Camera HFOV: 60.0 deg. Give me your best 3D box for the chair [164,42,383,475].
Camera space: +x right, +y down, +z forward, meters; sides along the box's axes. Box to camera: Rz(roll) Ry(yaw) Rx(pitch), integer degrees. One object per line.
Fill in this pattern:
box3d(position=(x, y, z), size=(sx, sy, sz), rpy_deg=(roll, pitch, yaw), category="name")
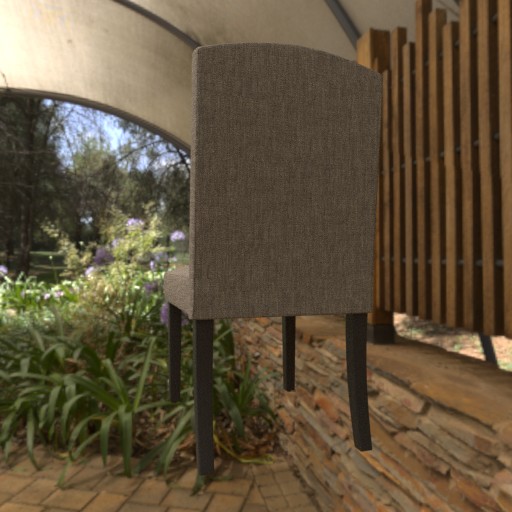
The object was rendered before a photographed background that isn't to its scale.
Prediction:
box3d(position=(0.000, 0.000, 1.228), size=(0.451, 0.917, 0.580), rpy_deg=(0, -1, -18), category="chair")
